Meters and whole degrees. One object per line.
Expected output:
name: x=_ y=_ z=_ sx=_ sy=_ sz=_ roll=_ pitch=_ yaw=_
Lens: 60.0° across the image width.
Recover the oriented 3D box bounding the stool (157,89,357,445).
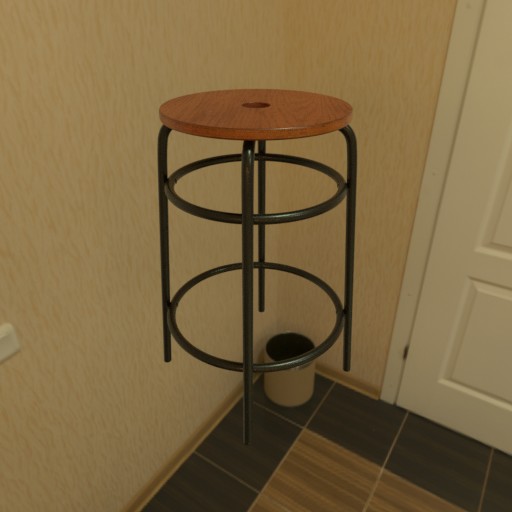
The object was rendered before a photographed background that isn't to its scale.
stool: x=0.000 y=0.000 z=0.928 sx=0.455 sy=0.610 sz=0.455 roll=2 pitch=30 yaw=4
